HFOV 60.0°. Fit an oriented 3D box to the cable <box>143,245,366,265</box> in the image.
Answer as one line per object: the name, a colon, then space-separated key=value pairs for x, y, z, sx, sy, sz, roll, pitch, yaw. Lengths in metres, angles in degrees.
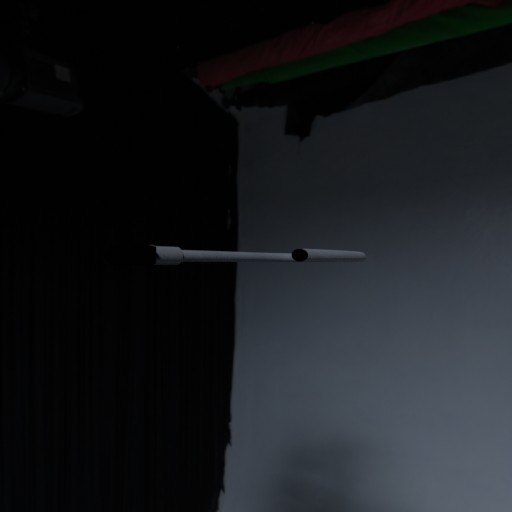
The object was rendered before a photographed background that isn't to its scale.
cable: x=0.000 y=0.000 z=0.113 sx=0.041 sy=0.005 sz=0.098 roll=-1 pitch=-1 yaw=35
